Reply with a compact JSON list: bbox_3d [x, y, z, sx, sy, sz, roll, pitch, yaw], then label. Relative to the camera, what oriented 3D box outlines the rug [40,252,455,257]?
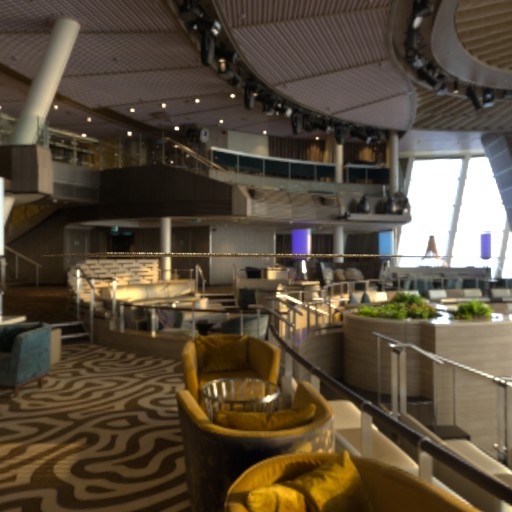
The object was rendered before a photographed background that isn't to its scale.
[{"bbox_3d":[0.000,0.000,3.003,2.435,0.006,1.521,0,-1,-35],"label":"rug"}]
